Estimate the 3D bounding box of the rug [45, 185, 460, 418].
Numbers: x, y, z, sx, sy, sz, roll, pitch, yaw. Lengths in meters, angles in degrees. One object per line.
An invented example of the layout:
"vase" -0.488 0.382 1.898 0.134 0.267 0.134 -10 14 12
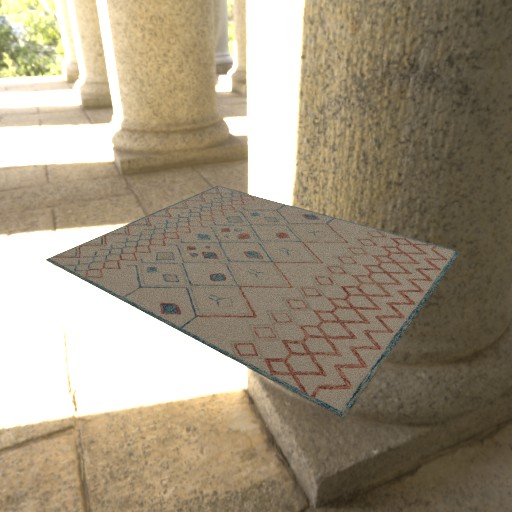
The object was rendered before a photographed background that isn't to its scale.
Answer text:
"rug" 0.000 0.000 4.161 3.050 0.016 2.441 20 35 31
